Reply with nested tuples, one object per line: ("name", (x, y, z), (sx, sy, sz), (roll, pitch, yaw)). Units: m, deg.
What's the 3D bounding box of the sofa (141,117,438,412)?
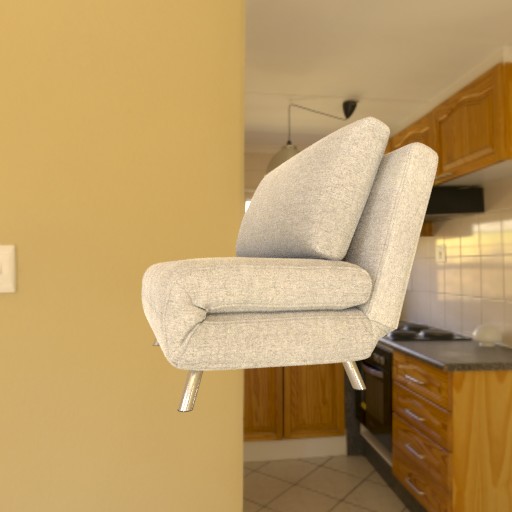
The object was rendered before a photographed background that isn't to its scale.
("sofa", (0.000, 0.000, 1.908), (0.910, 0.910, 1.220), (0, -2, -17))
